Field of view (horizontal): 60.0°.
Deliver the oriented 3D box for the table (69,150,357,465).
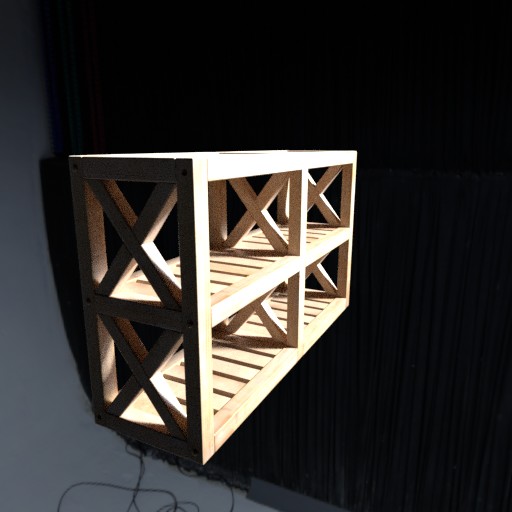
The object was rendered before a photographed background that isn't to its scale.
[{"bbox_3d":[0.000,0.000,1.677,0.381,0.762,1.320,7,16,27],"label":"table"}]
